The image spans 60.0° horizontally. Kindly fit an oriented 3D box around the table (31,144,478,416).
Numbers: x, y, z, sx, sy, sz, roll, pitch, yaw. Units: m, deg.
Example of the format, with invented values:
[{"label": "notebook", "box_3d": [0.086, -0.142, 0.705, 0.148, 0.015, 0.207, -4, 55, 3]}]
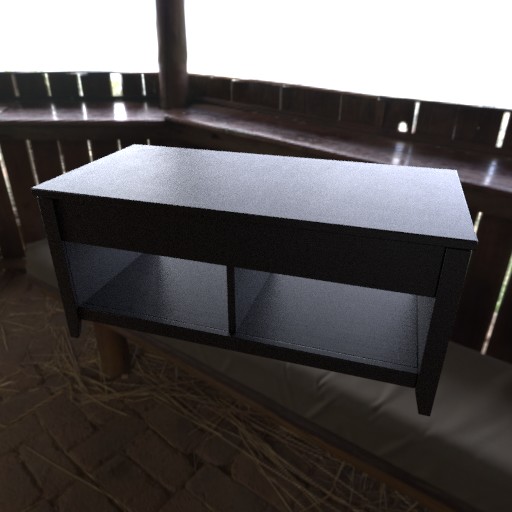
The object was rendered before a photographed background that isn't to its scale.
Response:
[{"label": "table", "box_3d": [0.000, 0.000, 1.267, 1.016, 0.457, 0.483, 8, 28, 15]}]
